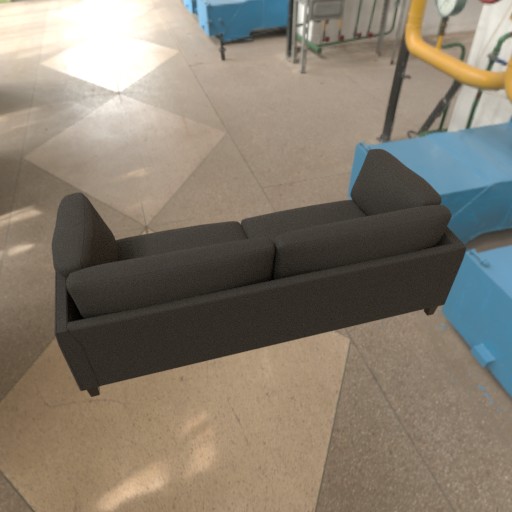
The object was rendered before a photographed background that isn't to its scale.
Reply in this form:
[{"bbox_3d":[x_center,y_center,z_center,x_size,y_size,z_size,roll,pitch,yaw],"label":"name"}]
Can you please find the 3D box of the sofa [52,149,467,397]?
[{"bbox_3d":[0.000,0.000,2.777,2.312,0.792,0.969,-11,42,-12],"label":"sofa"}]
